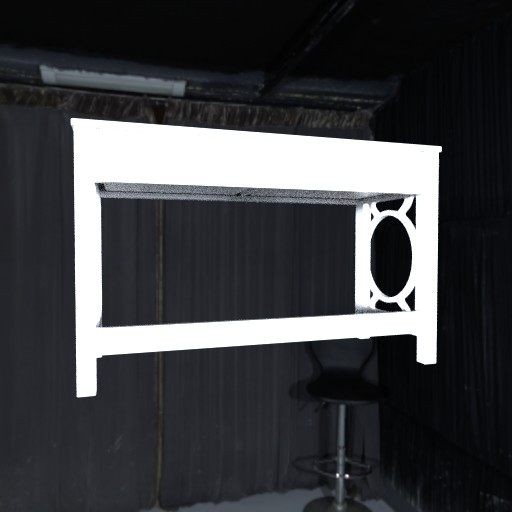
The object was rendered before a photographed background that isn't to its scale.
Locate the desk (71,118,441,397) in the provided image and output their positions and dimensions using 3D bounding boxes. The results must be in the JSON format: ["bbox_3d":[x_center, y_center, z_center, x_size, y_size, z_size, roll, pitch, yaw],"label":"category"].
[{"bbox_3d":[0.000,0.000,1.612,1.191,0.762,0.504,-1,2,-17],"label":"desk"}]
